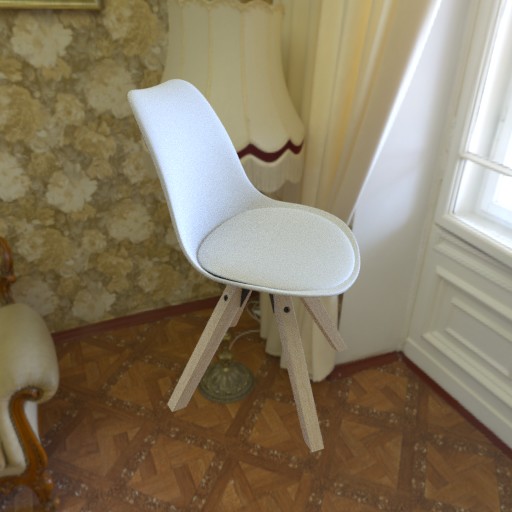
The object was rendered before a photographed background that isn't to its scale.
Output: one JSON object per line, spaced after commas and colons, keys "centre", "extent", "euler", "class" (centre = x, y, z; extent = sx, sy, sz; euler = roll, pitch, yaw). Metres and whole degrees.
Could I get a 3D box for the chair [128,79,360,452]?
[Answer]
{"centre": [0.000, 0.000, 1.199], "extent": [0.550, 0.850, 0.485], "euler": [9, 30, 17], "class": "chair"}
